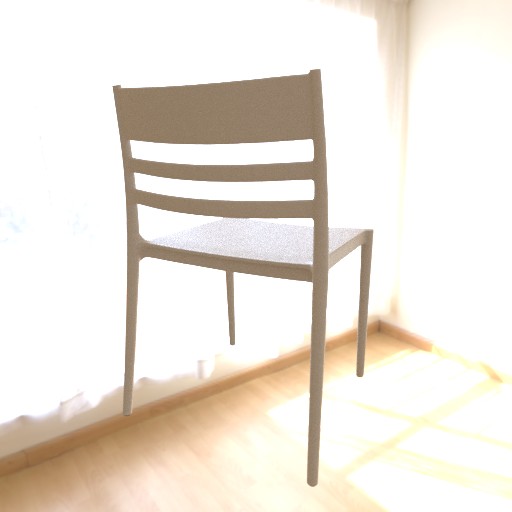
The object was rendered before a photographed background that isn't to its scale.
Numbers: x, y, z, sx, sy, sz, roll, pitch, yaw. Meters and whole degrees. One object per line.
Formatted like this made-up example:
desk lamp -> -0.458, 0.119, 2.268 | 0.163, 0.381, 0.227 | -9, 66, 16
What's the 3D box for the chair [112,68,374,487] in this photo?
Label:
chair -> 0.000, 0.000, 1.123 | 0.531, 0.800, 0.511 | 8, 16, 27
